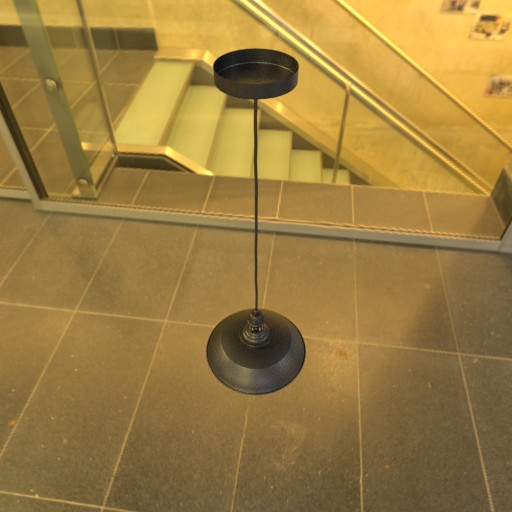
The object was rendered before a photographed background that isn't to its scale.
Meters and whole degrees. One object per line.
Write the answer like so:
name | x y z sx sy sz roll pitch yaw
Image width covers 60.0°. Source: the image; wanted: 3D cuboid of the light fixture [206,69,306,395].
light fixture | 0.000 0.000 1.161 0.331 0.993 0.331 -9 46 -8
